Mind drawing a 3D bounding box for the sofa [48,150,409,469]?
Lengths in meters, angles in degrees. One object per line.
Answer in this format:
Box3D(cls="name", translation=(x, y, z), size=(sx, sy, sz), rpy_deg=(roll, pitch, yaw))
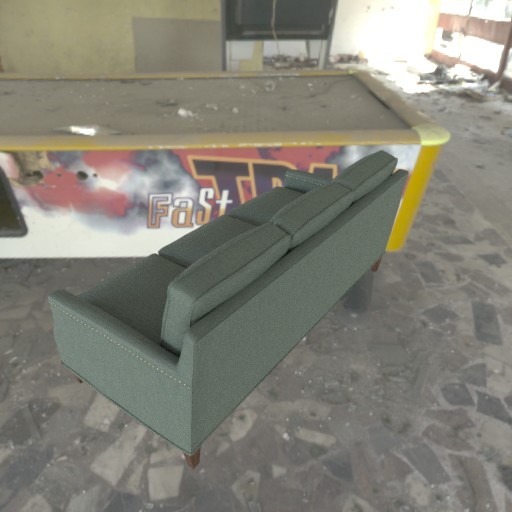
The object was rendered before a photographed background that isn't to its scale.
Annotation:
Box3D(cls="sofa", translation=(0.000, 0.000, 2.788), size=(1.084, 1.003, 2.246), rpy_deg=(21, 37, 31))
